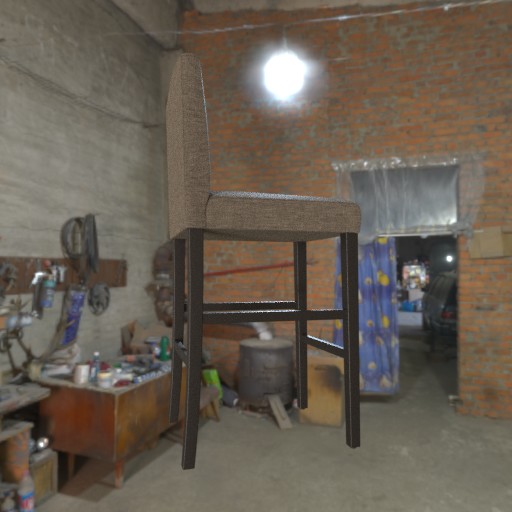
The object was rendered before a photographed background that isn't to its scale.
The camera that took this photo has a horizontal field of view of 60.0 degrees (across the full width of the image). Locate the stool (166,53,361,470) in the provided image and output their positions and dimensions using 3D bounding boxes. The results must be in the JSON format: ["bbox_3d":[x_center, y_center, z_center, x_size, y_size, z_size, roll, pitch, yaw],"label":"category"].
[{"bbox_3d":[0.000,0.000,1.446,0.552,1.138,0.451,1,-2,-17],"label":"stool"}]
